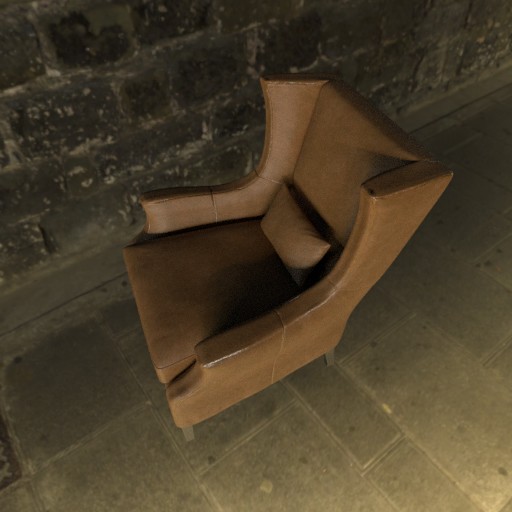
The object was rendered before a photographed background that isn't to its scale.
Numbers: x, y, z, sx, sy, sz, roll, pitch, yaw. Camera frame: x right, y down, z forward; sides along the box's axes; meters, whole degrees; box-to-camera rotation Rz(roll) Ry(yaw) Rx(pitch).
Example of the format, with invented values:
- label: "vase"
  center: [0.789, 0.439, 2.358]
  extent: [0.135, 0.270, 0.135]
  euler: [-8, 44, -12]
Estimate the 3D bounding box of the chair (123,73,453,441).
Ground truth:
- label: "chair"
  center: [0.000, 0.000, 1.659]
  extent: [0.925, 1.016, 0.852]
  euler: [-16, 49, -15]
